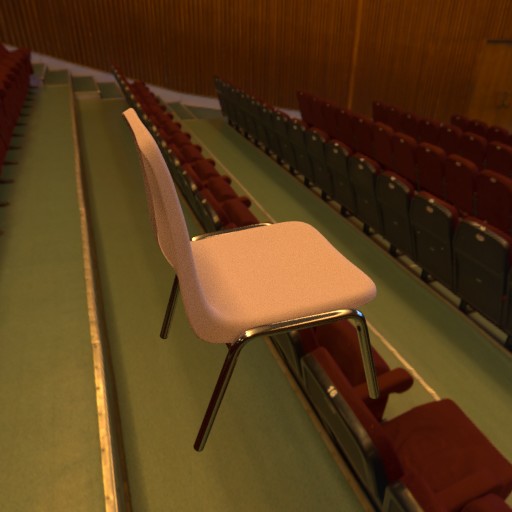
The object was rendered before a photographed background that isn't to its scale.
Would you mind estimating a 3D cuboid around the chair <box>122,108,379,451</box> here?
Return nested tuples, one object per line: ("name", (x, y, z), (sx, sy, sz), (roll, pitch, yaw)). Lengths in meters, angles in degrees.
("chair", (0.000, 0.000, 0.810), (0.385, 0.537, 0.354), (-11, 32, -18))
